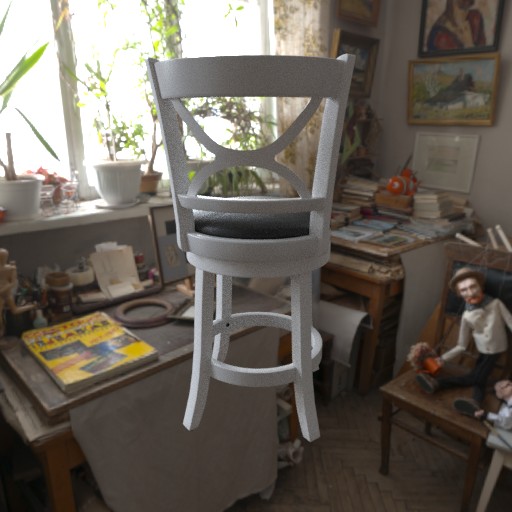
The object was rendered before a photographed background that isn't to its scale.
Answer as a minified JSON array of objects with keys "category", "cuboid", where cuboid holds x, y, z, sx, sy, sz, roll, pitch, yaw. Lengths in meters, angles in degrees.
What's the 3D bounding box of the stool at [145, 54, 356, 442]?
[{"category":"stool","cuboid":[0.000,0.000,1.198,0.444,0.953,0.508,2,17,7]}]
